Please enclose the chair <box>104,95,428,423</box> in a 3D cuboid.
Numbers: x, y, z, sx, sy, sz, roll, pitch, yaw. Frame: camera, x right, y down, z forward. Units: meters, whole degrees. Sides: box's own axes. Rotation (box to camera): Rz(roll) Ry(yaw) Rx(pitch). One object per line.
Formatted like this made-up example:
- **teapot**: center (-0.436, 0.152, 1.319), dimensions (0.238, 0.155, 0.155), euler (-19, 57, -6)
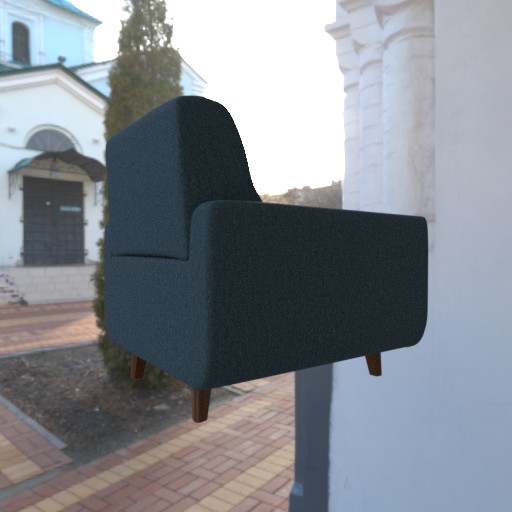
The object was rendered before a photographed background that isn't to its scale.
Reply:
- **chair**: center (0.000, 0.000, 1.713), dimensions (0.964, 0.940, 0.880), euler (-1, 2, -35)
